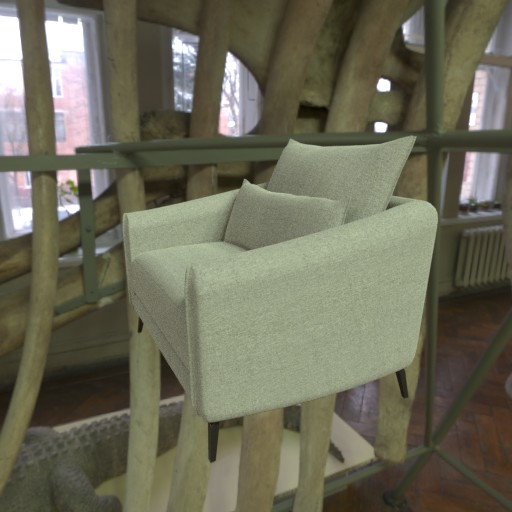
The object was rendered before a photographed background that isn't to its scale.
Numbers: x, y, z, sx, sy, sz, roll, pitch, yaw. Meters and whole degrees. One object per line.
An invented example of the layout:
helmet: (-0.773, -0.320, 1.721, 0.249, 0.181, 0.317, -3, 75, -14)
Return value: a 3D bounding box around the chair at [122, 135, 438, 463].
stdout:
chair: (0.000, 0.000, 1.638, 0.801, 0.856, 1.029, -7, 16, -25)
